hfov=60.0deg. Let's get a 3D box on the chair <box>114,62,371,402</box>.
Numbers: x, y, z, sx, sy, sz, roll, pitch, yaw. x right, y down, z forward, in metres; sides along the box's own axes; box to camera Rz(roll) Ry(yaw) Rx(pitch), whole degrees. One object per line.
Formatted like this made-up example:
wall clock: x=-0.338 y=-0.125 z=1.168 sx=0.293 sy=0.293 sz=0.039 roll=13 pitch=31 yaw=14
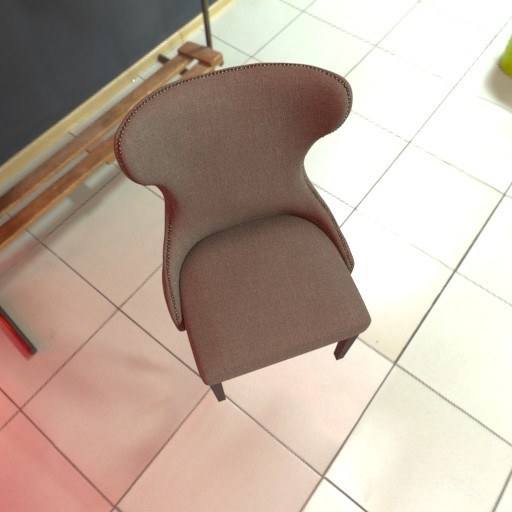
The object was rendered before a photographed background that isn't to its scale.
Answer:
chair: x=0.000 y=0.000 z=1.406 sx=0.628 sy=0.967 sz=0.635 roll=-17 pitch=64 yaw=-8
